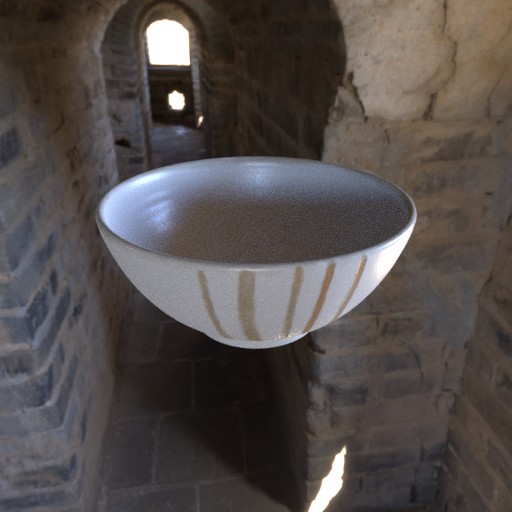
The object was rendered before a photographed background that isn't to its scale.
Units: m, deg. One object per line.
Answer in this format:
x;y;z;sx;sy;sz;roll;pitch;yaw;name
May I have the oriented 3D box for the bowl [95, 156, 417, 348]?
0.000;0.000;0.414;0.268;0.121;0.268;0;27;0;bowl
